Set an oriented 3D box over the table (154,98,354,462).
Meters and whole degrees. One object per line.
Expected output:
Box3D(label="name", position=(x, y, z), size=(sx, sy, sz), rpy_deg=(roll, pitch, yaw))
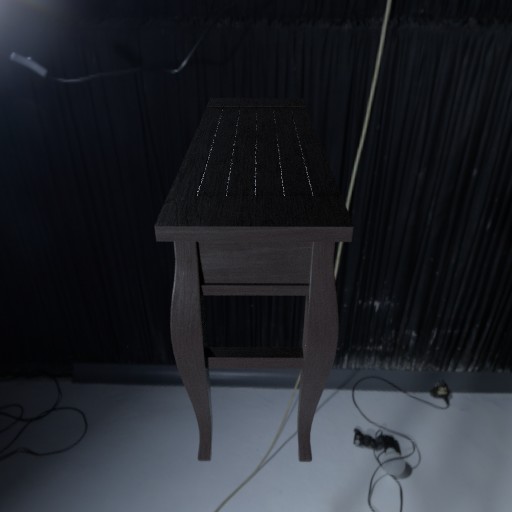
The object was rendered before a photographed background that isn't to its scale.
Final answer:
Box3D(label="table", position=(0.000, 0.000, 1.442), size=(0.373, 0.768, 1.062), rpy_deg=(0, 31, 0))
